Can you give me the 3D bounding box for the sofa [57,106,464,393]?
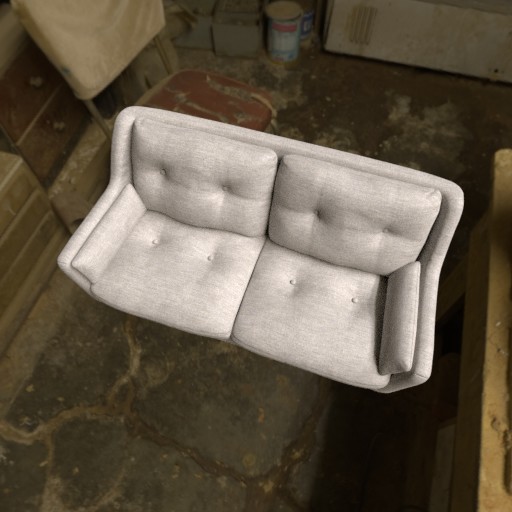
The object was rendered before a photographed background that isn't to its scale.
[{"bbox_3d":[0.000,0.000,2.429,1.930,0.897,0.976,16,60,10],"label":"sofa"}]
